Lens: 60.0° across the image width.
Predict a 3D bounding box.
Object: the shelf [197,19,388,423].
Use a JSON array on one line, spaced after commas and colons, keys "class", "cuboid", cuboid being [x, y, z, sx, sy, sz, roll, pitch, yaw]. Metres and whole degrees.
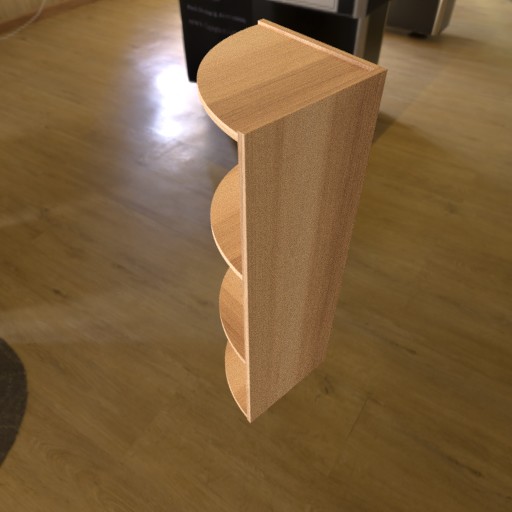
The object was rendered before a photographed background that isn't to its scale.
[{"class": "shelf", "cuboid": [0.000, 0.000, 1.013, 0.290, 0.872, 0.290, -32, 54, -27]}]
